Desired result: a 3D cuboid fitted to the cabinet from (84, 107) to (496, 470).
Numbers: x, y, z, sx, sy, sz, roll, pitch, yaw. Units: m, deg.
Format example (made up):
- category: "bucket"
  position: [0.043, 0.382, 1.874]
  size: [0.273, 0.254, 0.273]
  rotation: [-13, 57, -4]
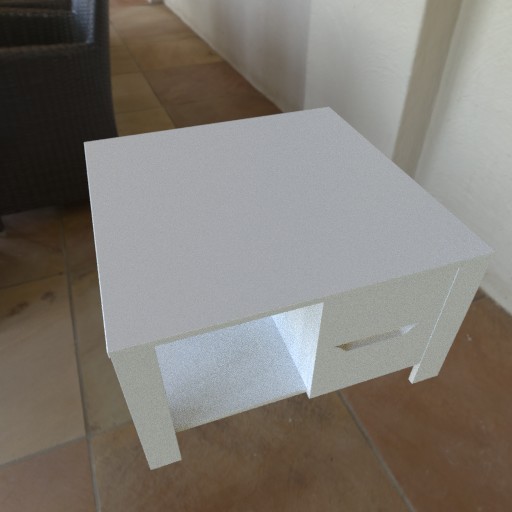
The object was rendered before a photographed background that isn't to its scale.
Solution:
- category: "cabinet"
  position: [0.000, 0.000, 1.273]
  size: [0.800, 0.460, 0.800]
  rotation: [-13, 43, -14]
